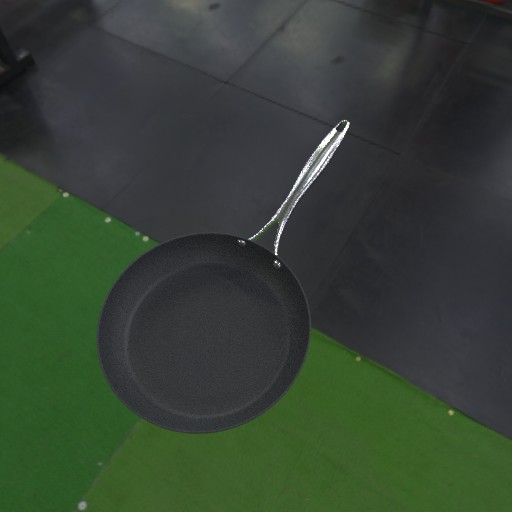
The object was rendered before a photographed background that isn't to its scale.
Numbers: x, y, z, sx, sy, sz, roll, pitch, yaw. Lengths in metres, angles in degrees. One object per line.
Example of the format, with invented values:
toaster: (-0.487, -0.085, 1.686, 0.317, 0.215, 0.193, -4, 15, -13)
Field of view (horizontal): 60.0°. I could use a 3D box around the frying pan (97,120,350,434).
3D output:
frying pan: (0.000, 0.000, 0.576, 0.255, 0.105, 0.472, 31, 64, 17)
